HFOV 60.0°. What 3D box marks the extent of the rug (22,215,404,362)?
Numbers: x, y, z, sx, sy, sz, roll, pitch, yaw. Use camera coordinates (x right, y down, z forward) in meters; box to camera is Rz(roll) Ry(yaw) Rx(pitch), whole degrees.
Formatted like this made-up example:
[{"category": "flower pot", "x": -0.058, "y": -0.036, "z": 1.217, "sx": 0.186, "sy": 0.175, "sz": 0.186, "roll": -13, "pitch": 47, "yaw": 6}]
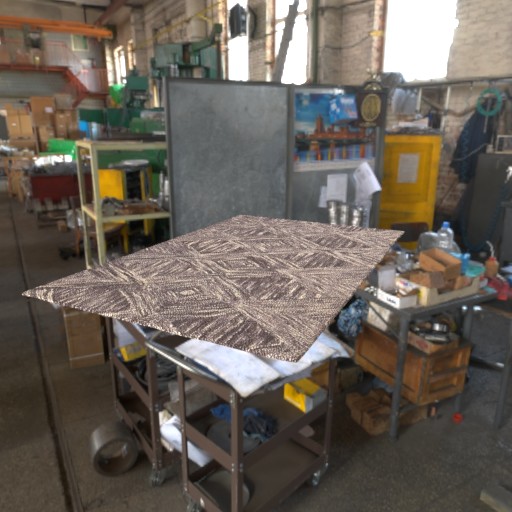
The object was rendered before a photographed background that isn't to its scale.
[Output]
[{"category": "rug", "x": 0.000, "y": 0.000, "z": 2.284, "sx": 1.186, "sy": 0.012, "sz": 1.814, "roll": 8, "pitch": 18, "yaw": 26}]
